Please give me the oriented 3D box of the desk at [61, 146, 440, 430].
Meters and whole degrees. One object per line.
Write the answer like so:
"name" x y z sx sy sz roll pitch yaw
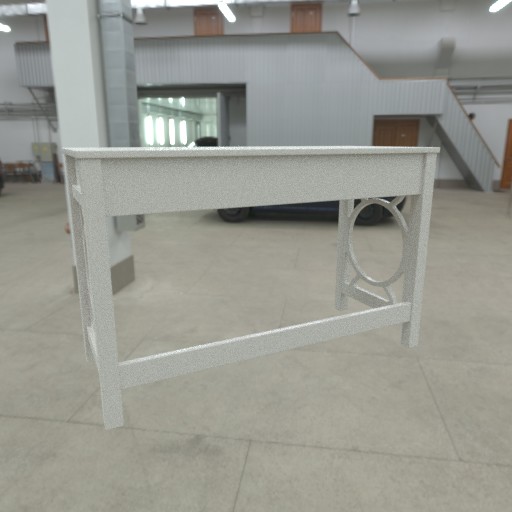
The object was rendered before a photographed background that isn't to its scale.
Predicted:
"desk" 0.000 0.000 1.604 1.191 0.762 0.504 -7 16 -26
